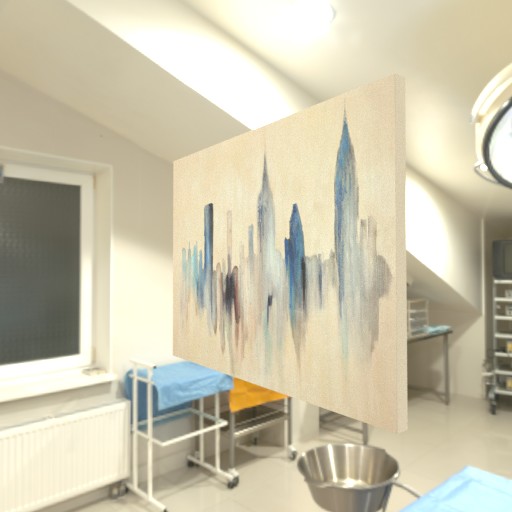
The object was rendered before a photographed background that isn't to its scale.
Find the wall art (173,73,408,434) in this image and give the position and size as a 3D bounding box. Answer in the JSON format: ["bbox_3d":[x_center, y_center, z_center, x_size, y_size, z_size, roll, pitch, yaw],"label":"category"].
[{"bbox_3d":[0.000,0.000,1.349,0.038,0.762,1.016,1,-1,-38],"label":"wall art"}]
